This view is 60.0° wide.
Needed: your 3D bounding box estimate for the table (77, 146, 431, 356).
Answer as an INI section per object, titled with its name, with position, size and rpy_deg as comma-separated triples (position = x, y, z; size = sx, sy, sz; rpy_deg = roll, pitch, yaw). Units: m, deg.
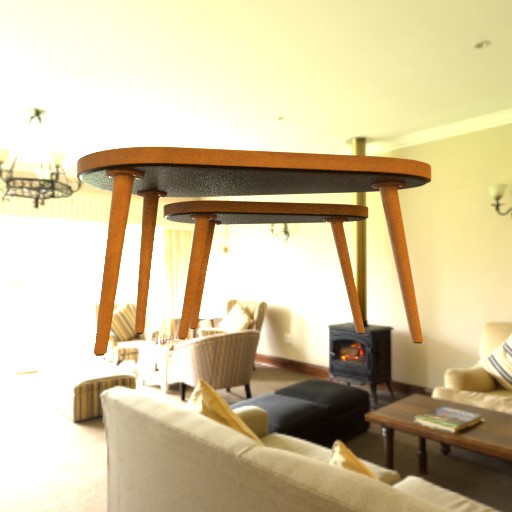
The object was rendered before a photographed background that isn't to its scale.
[table]
position = 0.000, 0.000, 1.587
size = 1.190, 0.595, 0.701
rpy_deg = 0, -2, 0
